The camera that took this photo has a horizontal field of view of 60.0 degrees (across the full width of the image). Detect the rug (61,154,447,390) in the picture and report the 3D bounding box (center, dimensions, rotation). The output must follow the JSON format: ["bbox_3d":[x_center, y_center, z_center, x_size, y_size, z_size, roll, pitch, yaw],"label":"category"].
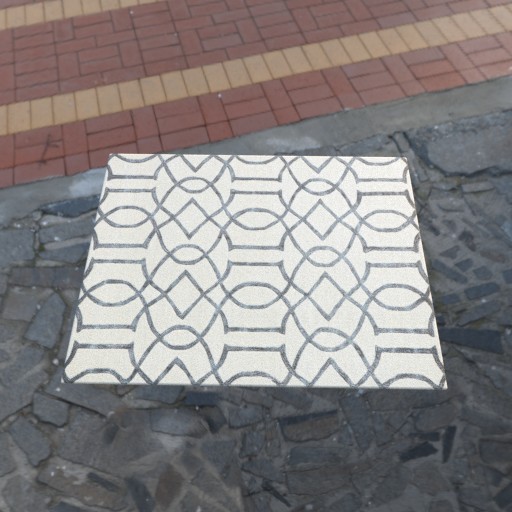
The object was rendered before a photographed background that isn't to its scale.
[{"bbox_3d":[0.000,0.000,3.838,2.910,0.021,2.211,1,63,0],"label":"rug"}]
